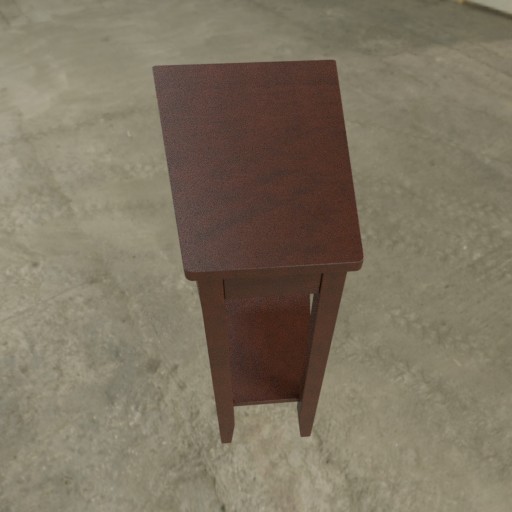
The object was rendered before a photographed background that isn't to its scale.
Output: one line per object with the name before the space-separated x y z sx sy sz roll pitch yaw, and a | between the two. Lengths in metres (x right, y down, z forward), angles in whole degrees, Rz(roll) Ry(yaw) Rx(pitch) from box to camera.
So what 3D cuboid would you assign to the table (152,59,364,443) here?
table | 0.000 0.000 0.969 0.399 0.589 0.605 -3 46 -3
